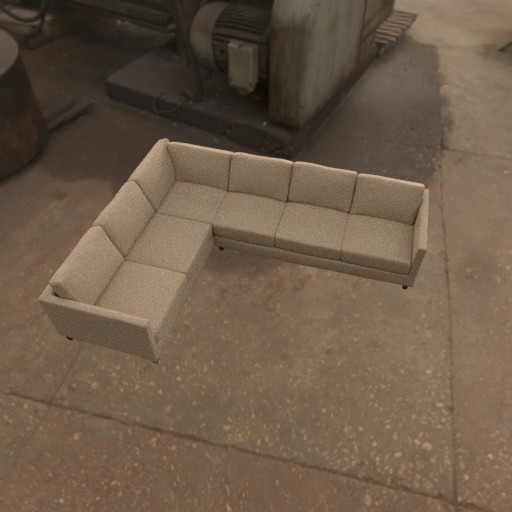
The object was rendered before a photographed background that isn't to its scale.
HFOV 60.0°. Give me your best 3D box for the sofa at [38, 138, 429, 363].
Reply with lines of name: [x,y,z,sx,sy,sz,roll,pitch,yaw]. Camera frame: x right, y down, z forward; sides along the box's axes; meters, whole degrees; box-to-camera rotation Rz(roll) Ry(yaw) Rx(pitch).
sofa: [0.000,0.000,4.421,3.182,0.863,2.432,12,49,11]
